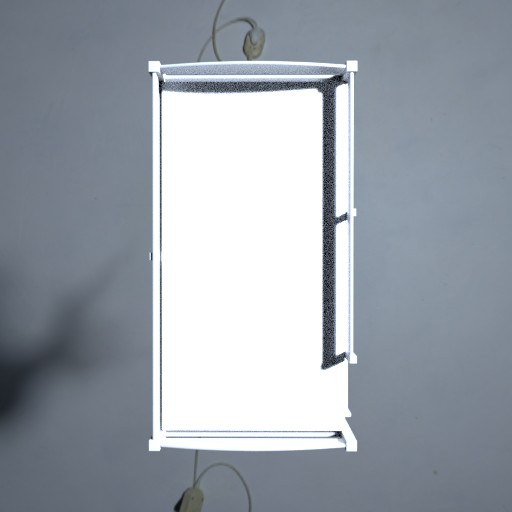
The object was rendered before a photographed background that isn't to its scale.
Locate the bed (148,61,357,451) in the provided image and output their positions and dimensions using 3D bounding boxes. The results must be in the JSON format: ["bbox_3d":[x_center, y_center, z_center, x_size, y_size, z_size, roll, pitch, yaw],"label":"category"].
[{"bbox_3d":[0.000,0.000,2.840,1.105,1.206,2.013,0,90,0],"label":"bed"}]
